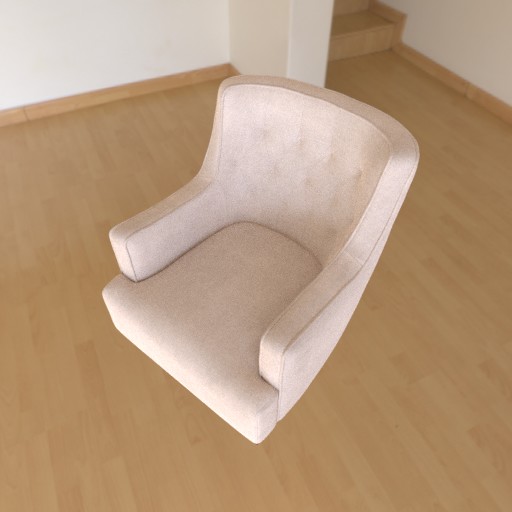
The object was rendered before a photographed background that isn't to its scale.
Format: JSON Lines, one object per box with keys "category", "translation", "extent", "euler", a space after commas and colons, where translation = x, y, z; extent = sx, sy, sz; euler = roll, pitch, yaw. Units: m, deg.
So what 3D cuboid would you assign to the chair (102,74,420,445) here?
{"category": "chair", "translation": [0.000, 0.000, 1.620], "extent": [0.781, 0.920, 0.910], "euler": [31, 55, 25]}
